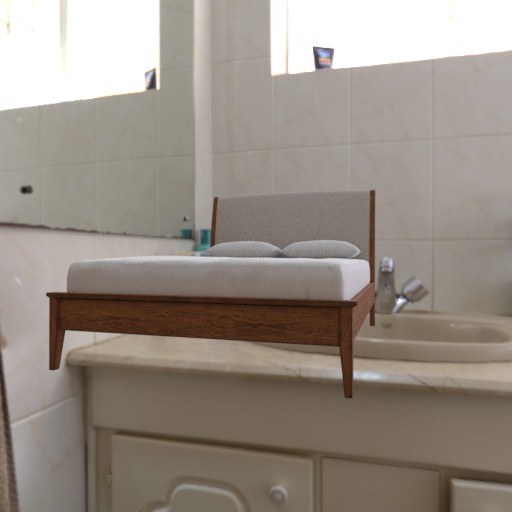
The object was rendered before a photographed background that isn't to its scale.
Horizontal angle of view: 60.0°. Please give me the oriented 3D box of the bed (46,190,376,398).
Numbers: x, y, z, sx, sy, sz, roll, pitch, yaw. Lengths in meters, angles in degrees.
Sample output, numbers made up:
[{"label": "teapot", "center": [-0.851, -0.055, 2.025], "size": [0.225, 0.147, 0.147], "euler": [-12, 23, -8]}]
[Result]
[{"label": "bed", "center": [0.000, 0.000, 2.965], "size": [1.502, 1.135, 2.108], "euler": [0, 0, 18]}]
